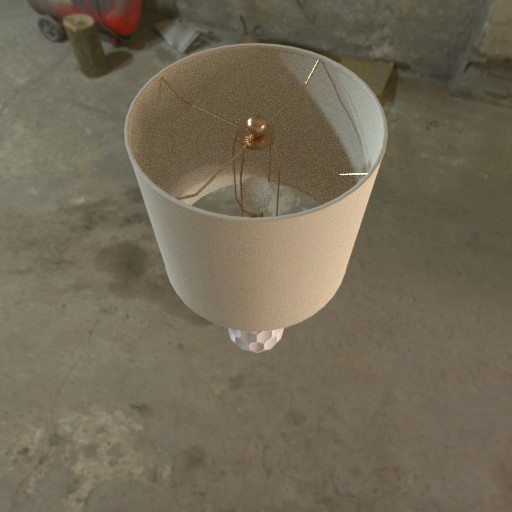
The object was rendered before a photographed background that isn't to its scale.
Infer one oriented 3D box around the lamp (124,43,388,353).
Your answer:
[{"bbox_3d":[0.000,0.000,0.695,0.277,0.537,0.277,-14,58,-9],"label":"lamp"}]
